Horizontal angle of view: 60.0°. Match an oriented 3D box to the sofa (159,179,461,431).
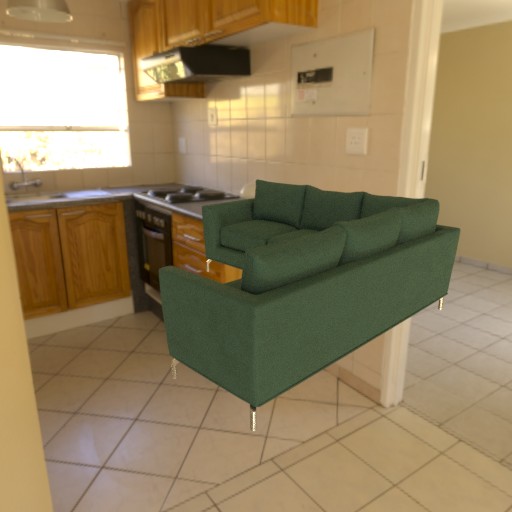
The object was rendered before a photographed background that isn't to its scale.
[{"bbox_3d":[0.000,0.000,3.820,2.452,1.004,2.468,-15,22,-43],"label":"sofa"}]
